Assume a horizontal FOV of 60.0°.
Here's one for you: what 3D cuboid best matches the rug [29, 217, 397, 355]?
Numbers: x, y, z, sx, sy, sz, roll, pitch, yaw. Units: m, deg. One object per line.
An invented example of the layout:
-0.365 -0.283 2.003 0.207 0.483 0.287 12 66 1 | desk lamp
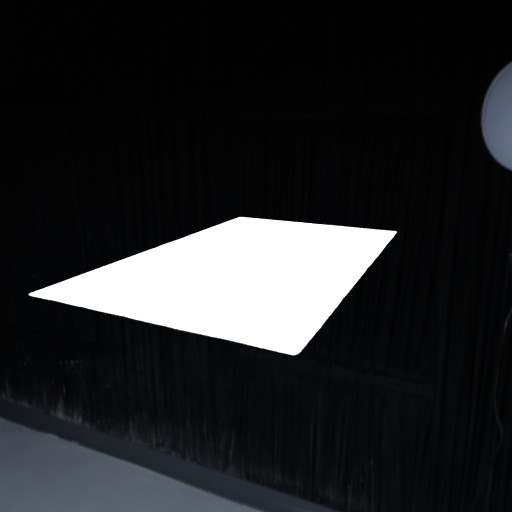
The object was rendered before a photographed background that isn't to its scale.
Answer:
0.000 0.000 3.107 1.546 0.010 2.442 8 17 25 | rug
